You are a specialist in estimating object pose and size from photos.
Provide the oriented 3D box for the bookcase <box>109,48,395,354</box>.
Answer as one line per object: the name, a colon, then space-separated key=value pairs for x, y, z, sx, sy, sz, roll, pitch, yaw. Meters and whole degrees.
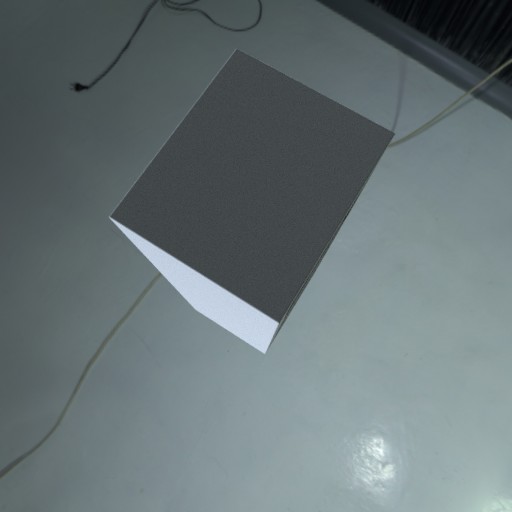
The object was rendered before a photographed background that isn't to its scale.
bookcase: x=0.000 y=0.000 z=1.273 sx=0.330 sy=1.080 sz=0.390 roll=31 pitch=77 yaw=8
